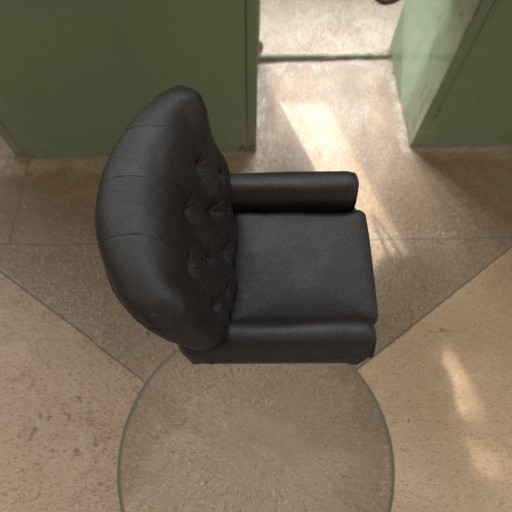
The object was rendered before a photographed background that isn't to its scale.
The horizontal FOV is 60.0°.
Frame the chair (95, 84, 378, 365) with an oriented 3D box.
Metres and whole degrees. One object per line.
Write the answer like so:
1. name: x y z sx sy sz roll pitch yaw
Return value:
1. chair: 0.000 0.000 1.932 1.058 1.158 0.948 0 66 0
